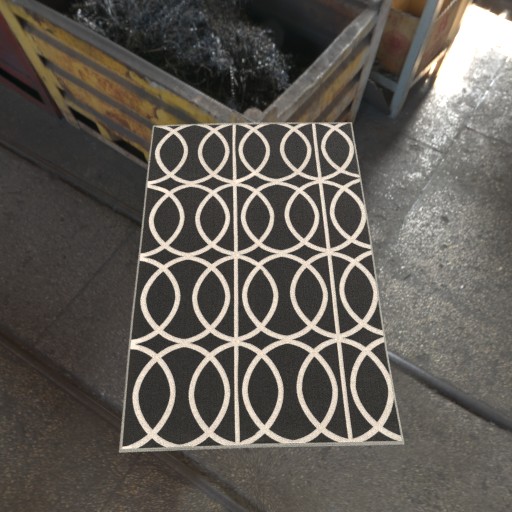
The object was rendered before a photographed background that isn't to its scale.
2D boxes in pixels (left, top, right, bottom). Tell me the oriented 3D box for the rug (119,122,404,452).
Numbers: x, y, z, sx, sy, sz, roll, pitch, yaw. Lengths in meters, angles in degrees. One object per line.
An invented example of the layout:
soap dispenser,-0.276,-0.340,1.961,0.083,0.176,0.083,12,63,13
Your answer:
rug,0.000,0.000,2.873,1.528,0.014,2.294,-1,63,-1
